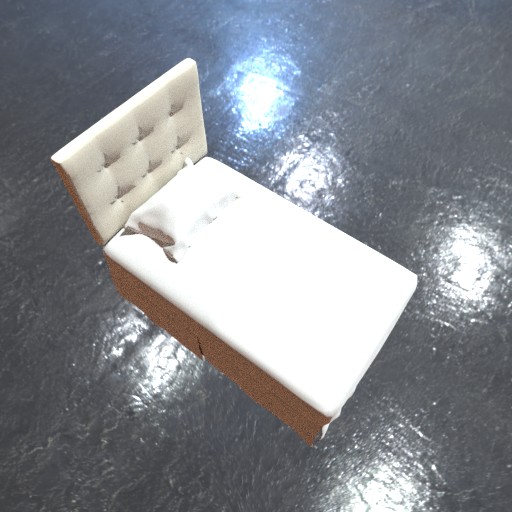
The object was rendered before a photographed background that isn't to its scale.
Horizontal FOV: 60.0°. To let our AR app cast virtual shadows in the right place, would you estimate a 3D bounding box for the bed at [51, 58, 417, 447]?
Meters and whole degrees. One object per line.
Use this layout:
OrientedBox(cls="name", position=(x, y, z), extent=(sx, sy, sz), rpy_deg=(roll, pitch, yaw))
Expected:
OrientedBox(cls="bed", position=(0.000, 0.000, 2.989), extent=(1.997, 1.571, 1.261), rpy_deg=(33, 63, 19))
